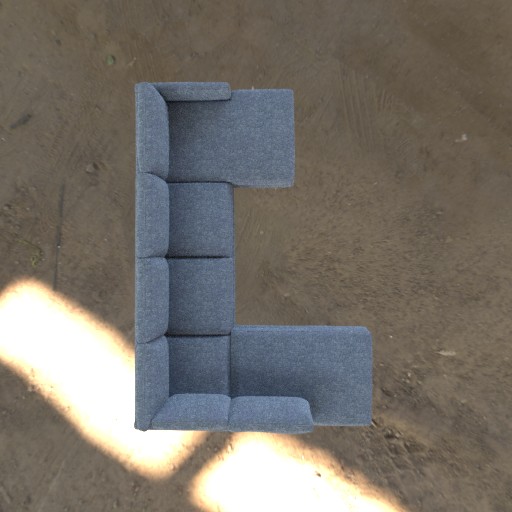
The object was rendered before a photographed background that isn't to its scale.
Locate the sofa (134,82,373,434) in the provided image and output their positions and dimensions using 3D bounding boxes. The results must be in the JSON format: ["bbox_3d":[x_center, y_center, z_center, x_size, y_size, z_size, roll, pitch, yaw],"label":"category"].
[{"bbox_3d":[0.000,0.000,3.579,1.879,0.756,2.737,0,89,1],"label":"sofa"}]
